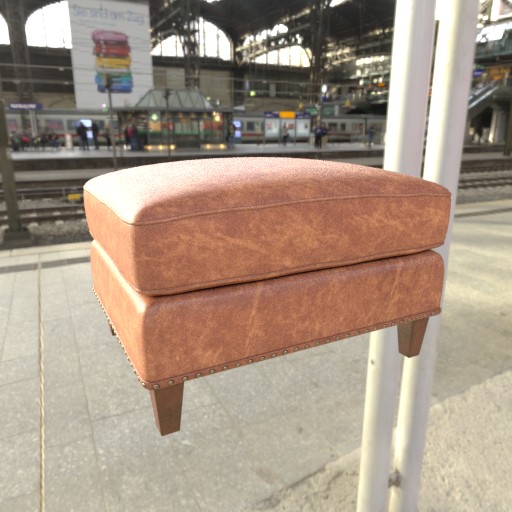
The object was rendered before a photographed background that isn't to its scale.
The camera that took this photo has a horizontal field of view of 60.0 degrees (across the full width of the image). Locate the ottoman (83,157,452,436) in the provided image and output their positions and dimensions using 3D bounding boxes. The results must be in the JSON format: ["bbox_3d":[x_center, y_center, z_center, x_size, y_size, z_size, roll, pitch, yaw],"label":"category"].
[{"bbox_3d":[0.000,0.000,1.132,0.742,0.486,0.586,-8,18,-27],"label":"ottoman"}]
